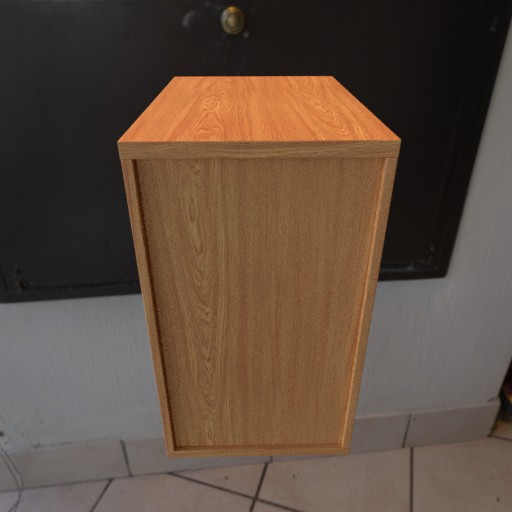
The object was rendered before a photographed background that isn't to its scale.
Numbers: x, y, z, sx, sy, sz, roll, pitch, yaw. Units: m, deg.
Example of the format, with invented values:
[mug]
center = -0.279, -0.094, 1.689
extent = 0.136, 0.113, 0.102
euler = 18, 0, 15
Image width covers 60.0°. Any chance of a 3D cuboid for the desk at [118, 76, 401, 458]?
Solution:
[desk]
center = 0.000, 0.000, 1.073
extent = 0.404, 0.730, 0.600
euler = -1, 30, -1
